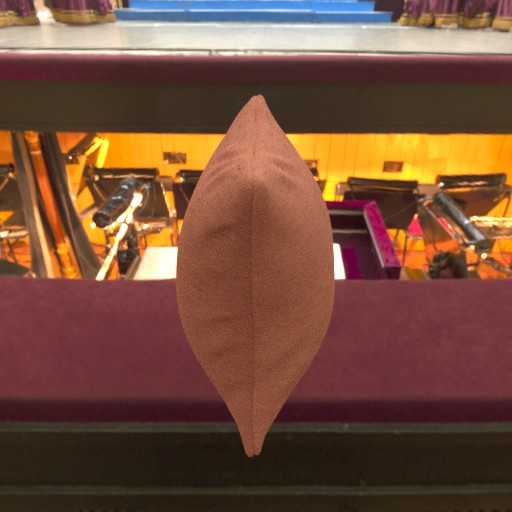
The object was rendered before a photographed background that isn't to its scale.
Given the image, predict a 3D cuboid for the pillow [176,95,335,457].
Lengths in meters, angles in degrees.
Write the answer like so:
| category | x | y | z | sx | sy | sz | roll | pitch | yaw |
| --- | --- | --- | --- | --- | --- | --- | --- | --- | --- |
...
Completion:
| category | x | y | z | sx | sy | sz | roll | pitch | yaw |
| --- | --- | --- | --- | --- | --- | --- | --- | --- | --- |
| pillow | 0.000 | 0.000 | 0.703 | 0.246 | 0.415 | 0.432 | 0 | 30 | 0 |
